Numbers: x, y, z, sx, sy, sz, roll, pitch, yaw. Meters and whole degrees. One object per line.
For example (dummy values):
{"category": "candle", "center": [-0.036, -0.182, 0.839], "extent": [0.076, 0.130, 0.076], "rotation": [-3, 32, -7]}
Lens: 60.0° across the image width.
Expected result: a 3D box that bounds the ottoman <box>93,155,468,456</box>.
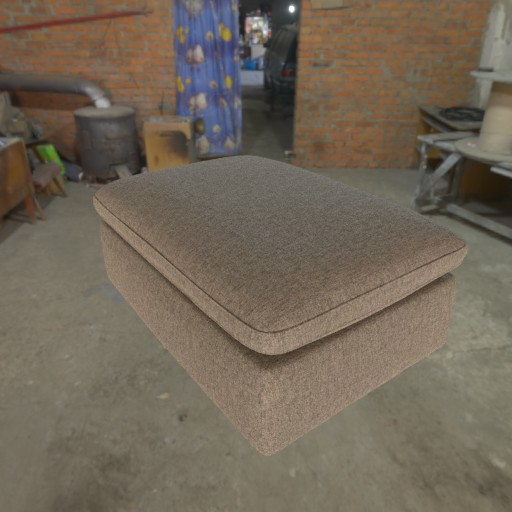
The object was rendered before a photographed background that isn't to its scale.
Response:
{"category": "ottoman", "center": [0.000, 0.000, 1.347], "extent": [0.694, 0.451, 0.977], "rotation": [-19, 33, -32]}
